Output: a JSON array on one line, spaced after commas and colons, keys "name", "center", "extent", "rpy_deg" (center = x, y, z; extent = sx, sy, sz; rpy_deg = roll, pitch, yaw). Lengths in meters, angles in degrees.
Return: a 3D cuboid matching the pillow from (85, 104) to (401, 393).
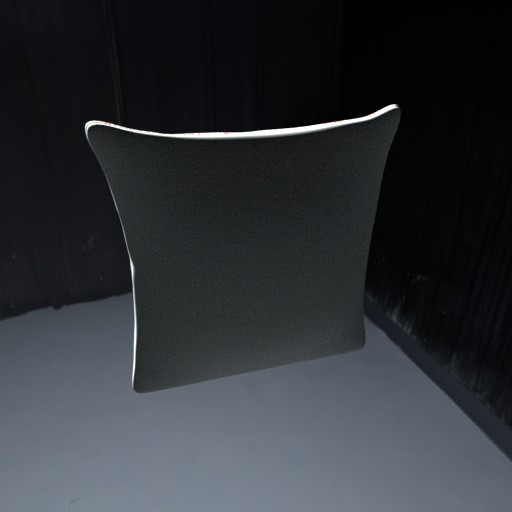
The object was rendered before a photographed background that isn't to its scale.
[{"name": "pillow", "center": [0.000, 0.000, 0.712], "extent": [0.451, 0.449, 0.191], "rpy_deg": [-8, 27, -15]}]
